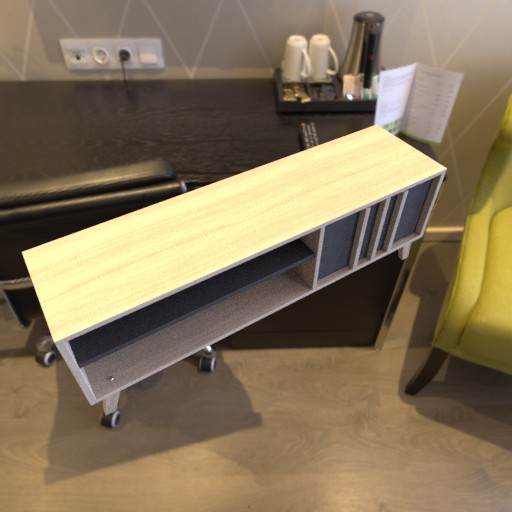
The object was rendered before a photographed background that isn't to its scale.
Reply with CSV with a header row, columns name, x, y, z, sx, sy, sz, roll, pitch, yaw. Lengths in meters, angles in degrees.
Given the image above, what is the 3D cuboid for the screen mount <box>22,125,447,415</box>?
name,x,y,z,sx,sy,sz,roll,pitch,yaw
screen mount,0.000,0.000,1.743,1.500,0.509,0.401,-24,50,-22
